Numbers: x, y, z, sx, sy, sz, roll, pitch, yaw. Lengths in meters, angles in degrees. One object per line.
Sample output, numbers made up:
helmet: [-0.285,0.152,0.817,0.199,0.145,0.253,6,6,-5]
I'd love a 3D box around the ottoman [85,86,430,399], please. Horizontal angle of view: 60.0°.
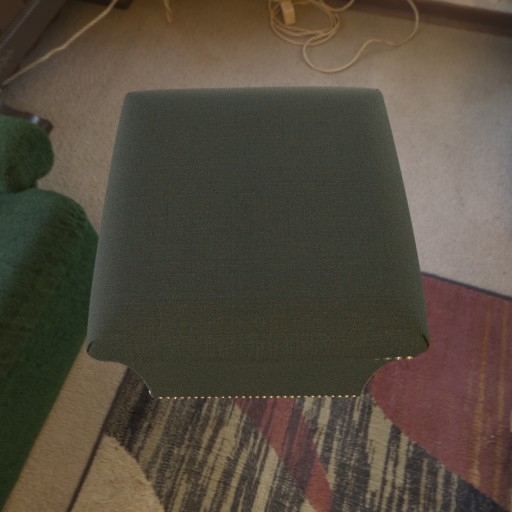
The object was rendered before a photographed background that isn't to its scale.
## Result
ottoman: [0.000,0.000,0.888,0.497,0.475,0.507,0,63,0]
